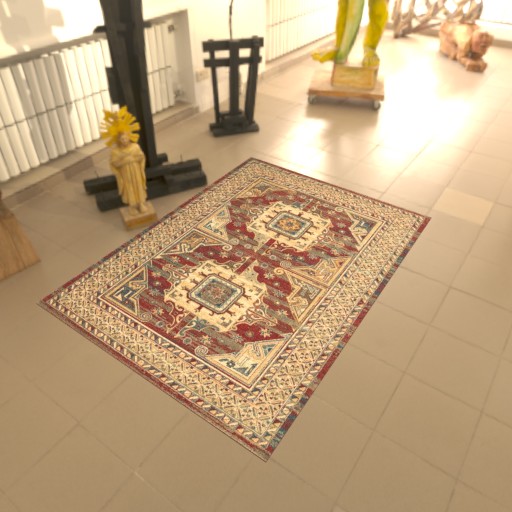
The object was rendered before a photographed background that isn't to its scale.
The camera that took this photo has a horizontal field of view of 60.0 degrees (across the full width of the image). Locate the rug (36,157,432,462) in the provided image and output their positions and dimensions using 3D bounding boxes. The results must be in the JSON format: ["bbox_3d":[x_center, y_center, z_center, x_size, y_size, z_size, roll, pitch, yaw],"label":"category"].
[{"bbox_3d":[0.000,0.000,4.293,2.381,0.013,3.197,24,46,26],"label":"rug"}]
